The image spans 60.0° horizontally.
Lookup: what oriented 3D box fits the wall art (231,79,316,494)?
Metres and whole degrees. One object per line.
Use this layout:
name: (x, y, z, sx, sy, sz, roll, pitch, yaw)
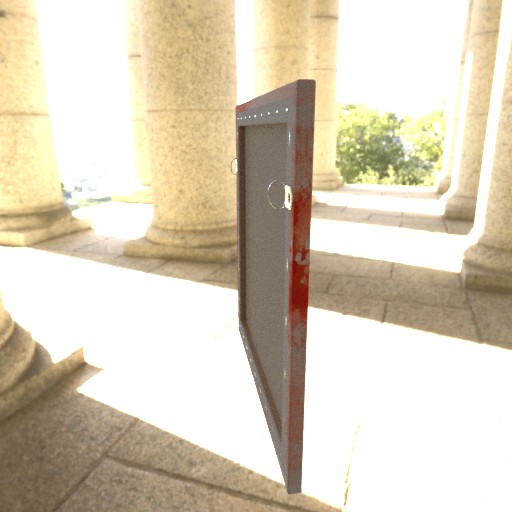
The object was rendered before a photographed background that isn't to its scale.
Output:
wall art: (0.000, 0.000, 1.297, 0.066, 0.878, 0.878, -3, 16, -9)
